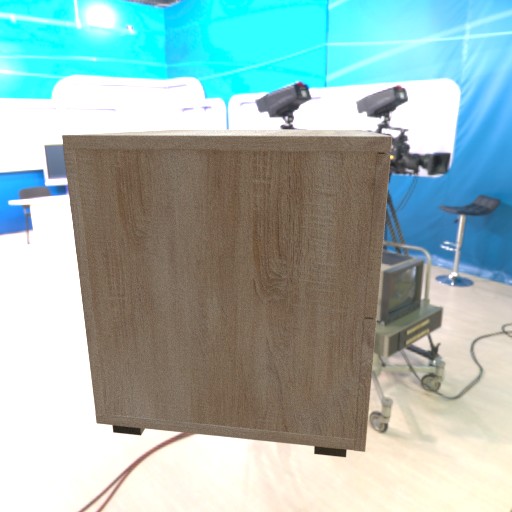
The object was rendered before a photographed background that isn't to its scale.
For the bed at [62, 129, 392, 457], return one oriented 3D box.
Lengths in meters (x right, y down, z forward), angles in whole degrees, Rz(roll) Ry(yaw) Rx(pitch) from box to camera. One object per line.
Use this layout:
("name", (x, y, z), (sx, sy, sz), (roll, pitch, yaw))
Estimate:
("bed", (0.000, 0.000, 0.778), (0.401, 0.420, 0.460), (3, 17, 8))
